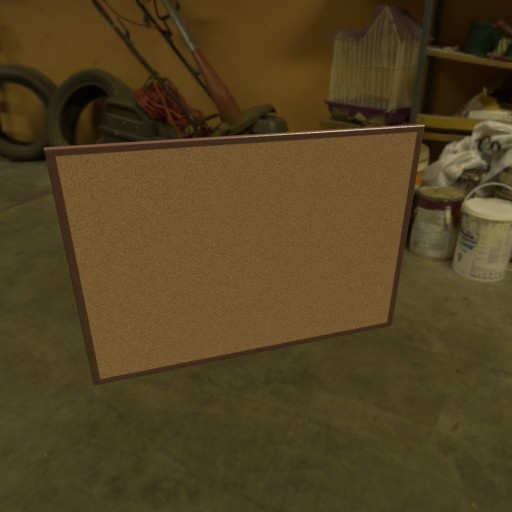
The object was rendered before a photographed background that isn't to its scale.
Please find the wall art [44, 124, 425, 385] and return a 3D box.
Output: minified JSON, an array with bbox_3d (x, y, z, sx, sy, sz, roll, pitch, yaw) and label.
[{"bbox_3d":[0.000,0.000,0.848,0.660,0.455,0.014,-8,27,-16],"label":"wall art"}]
